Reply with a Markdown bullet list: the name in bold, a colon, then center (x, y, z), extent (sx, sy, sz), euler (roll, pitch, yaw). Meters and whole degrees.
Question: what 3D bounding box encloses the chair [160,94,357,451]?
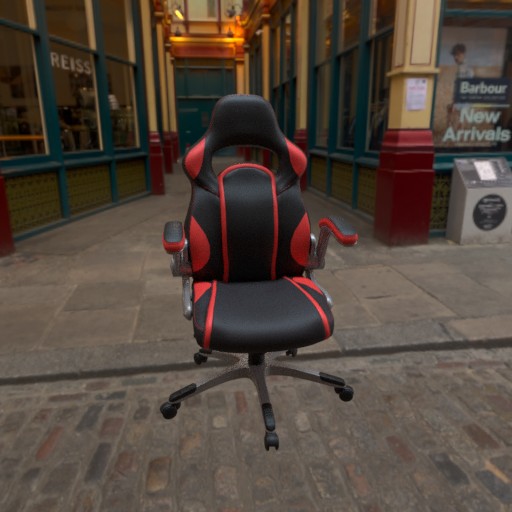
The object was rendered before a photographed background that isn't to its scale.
- **chair**: center (0.000, 0.000, 1.641), extent (0.758, 1.165, 0.712), euler (-3, 17, -9)
